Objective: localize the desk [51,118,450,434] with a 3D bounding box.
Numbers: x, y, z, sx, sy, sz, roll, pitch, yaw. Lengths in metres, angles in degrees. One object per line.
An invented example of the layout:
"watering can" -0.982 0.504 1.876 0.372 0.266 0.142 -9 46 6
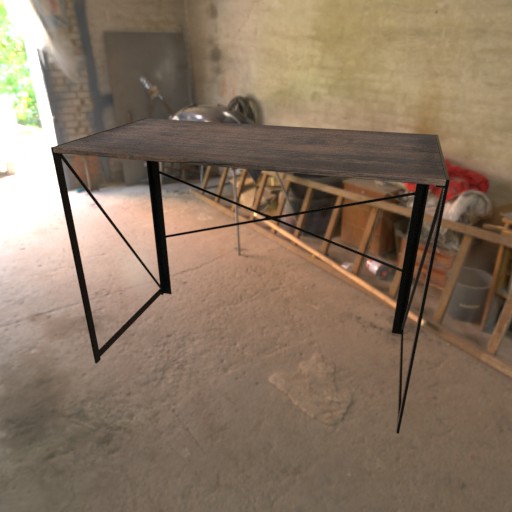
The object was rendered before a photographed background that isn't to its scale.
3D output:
"desk" 0.000 0.000 1.452 1.015 0.747 0.505 8 28 16
